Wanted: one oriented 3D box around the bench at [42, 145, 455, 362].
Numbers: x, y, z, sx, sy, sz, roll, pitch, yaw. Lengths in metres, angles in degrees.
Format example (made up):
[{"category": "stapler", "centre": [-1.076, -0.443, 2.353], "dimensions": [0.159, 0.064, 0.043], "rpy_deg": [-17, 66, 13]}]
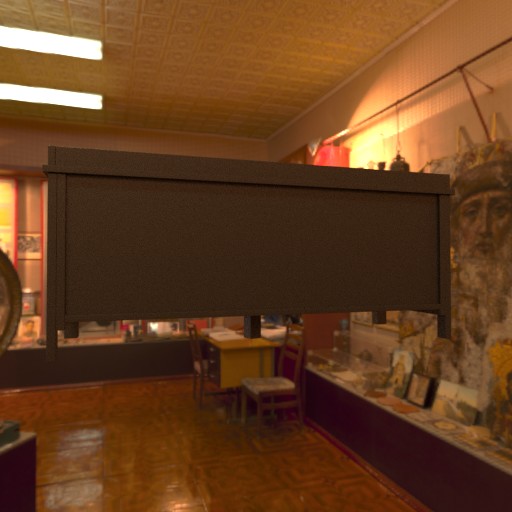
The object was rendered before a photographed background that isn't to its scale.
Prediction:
[{"category": "bench", "centre": [0.000, 0.000, 1.363], "dimensions": [1.140, 0.501, 0.398], "rpy_deg": [0, -1, -17]}]
